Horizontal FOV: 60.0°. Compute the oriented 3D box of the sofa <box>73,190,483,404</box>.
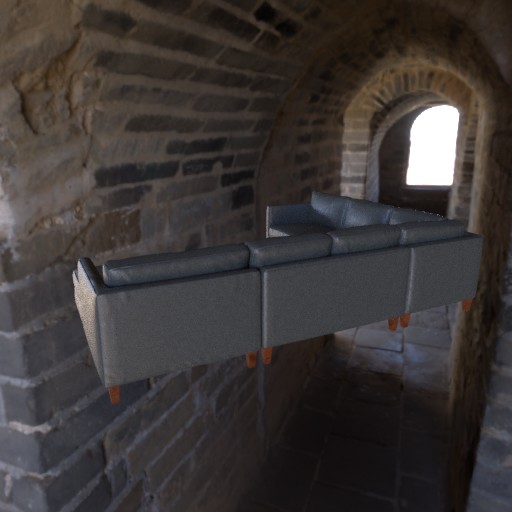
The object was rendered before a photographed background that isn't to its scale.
[{"bbox_3d":[0.000,0.000,4.485,3.460,0.923,2.593,-8,17,-26],"label":"sofa"}]
